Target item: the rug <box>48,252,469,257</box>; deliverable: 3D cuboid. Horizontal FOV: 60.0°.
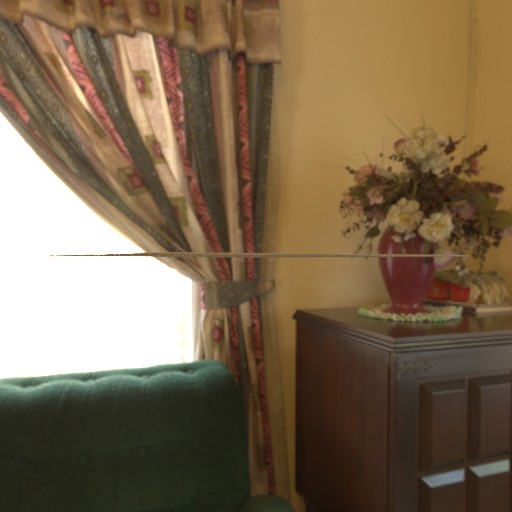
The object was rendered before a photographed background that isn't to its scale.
[{"bbox_3d":[0.000,0.000,3.874,2.895,0.018,2.288,0,0,-37],"label":"rug"}]
